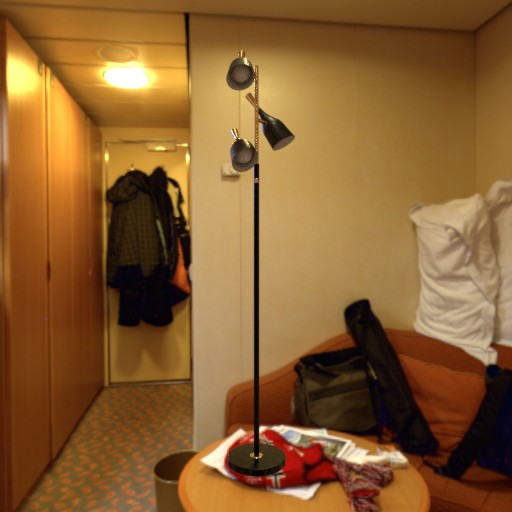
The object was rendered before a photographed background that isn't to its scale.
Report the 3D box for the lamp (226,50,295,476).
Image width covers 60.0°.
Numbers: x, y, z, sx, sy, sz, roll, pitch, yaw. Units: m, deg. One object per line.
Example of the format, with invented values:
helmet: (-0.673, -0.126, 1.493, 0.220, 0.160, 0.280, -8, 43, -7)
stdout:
lamp: (0.000, 0.000, 1.901, 0.253, 1.778, 0.434, 0, 1, 36)
